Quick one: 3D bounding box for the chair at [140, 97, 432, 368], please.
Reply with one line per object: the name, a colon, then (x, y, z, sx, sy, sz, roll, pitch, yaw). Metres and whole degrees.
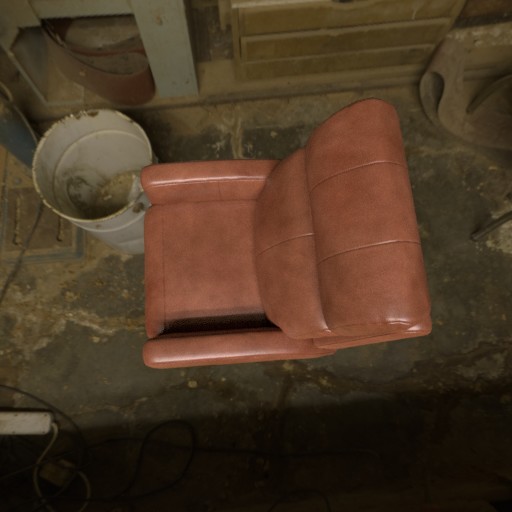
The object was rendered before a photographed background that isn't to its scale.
chair: (0.000, 0.000, 1.693, 0.939, 1.016, 0.787, -4, 76, -1)
